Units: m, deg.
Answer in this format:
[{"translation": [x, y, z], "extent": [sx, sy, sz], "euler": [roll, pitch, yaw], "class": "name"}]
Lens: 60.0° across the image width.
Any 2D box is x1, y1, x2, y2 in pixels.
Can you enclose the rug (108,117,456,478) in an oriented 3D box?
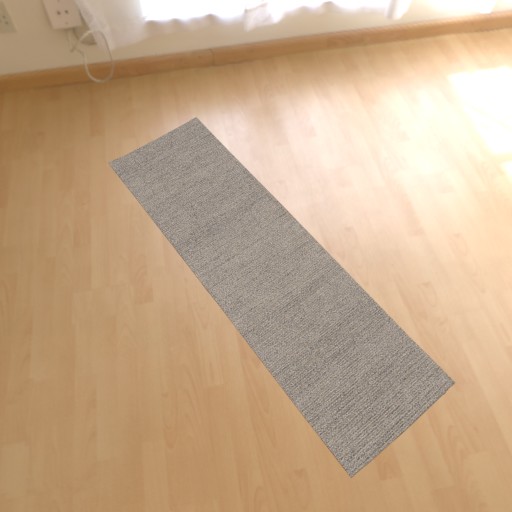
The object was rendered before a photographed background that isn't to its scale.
[{"translation": [0.000, 0.000, 2.517], "extent": [0.692, 0.032, 2.320], "euler": [-33, 64, -18], "class": "rug"}]
